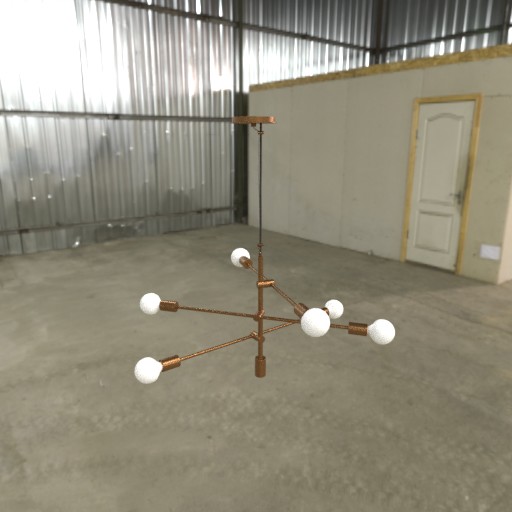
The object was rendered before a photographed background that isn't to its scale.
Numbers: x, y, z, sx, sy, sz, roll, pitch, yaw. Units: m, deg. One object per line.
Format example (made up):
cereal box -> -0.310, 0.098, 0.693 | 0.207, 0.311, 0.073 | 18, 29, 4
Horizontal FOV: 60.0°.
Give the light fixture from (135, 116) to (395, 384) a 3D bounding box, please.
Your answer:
light fixture -> 0.000, 0.000, 1.245 | 0.682, 0.744, 0.637 | -2, 16, -8
